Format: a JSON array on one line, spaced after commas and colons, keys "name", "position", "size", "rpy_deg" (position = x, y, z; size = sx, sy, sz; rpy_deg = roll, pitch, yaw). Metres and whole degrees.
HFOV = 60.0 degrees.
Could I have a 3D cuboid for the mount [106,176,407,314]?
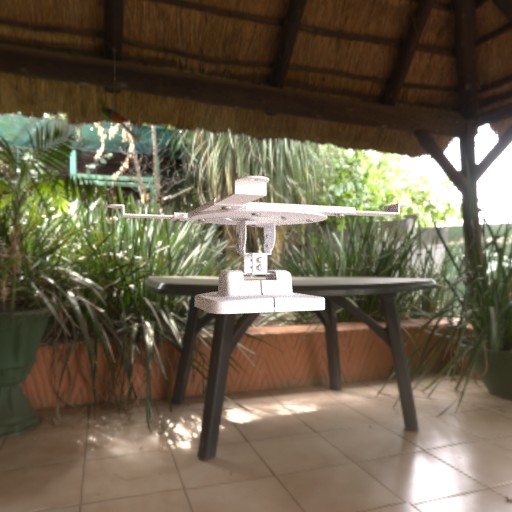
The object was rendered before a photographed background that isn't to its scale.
[{"name": "mount", "position": [0.000, 0.000, 0.618], "size": [0.394, 0.141, 0.394], "rpy_deg": [0, -1, -20]}]
